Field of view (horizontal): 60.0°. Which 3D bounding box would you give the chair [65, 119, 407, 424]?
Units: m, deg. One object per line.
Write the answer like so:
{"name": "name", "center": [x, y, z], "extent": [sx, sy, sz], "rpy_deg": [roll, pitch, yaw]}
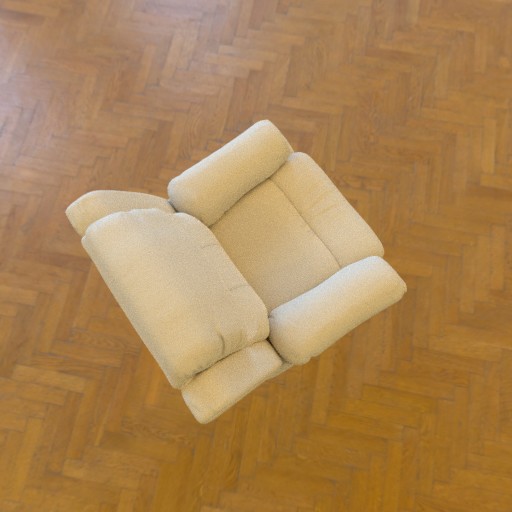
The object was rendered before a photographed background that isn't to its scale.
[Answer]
{"name": "chair", "center": [0.000, 0.000, 1.286], "extent": [0.709, 0.702, 0.680], "rpy_deg": [-35, 77, -9]}
